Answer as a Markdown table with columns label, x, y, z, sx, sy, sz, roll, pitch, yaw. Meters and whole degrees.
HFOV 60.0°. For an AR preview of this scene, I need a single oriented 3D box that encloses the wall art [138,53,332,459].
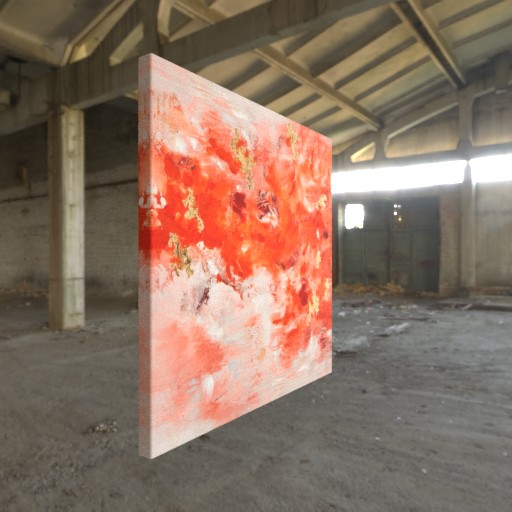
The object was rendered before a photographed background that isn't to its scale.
| label | x | y | z | sx | sy | sz | roll | pitch | yaw |
| --- | --- | --- | --- | --- | --- | --- | --- | --- | --- |
| wall art | 0.000 | 0.000 | 1.131 | 0.064 | 0.746 | 0.747 | 0 | 0 | 36 |
